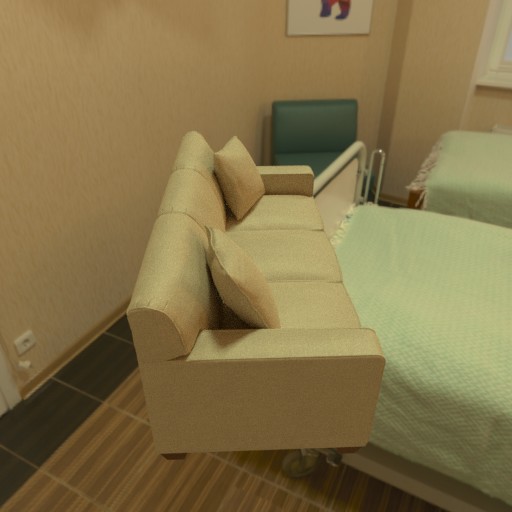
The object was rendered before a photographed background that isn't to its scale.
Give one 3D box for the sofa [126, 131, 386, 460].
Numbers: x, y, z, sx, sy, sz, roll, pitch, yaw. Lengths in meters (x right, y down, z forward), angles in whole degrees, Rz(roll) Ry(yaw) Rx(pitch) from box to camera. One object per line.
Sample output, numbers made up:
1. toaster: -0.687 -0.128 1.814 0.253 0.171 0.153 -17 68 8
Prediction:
1. sofa: 0.000 0.000 2.610 0.997 0.958 2.024 -1 32 -2
